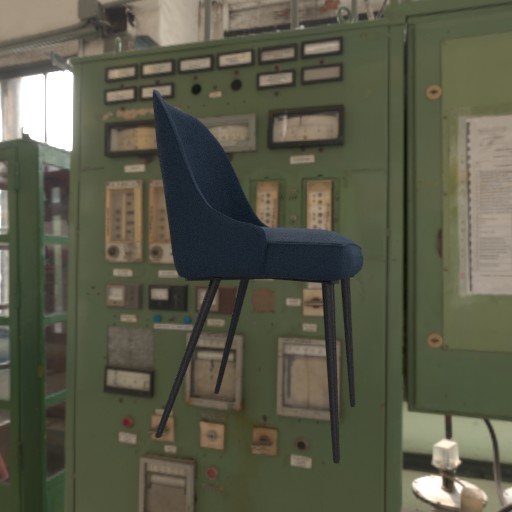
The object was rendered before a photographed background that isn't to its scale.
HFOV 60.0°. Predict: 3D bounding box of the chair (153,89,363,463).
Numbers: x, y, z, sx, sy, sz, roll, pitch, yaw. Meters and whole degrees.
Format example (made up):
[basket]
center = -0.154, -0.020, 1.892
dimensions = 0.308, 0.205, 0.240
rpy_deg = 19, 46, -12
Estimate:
[chair]
center = 0.000, 0.000, 1.212
dimensions = 0.559, 0.896, 0.478
rpy_deg = 0, 0, 17
